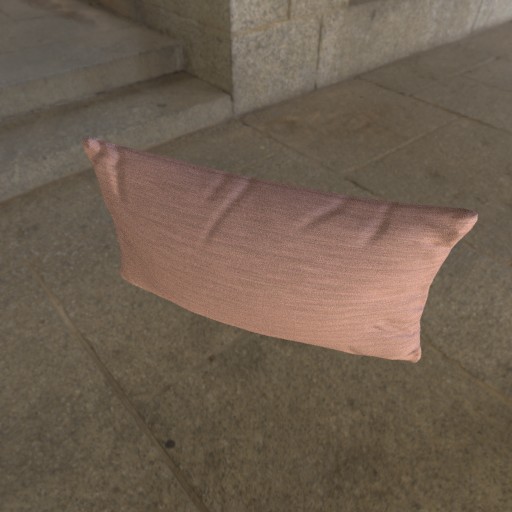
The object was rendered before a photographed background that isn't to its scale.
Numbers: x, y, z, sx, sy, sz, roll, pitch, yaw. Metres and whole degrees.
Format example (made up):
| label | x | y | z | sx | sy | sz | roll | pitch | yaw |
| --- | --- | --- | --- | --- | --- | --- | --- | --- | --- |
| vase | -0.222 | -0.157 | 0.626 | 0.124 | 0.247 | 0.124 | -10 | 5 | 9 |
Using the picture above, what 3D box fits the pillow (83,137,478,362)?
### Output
| label | x | y | z | sx | sy | sz | roll | pitch | yaw |
| --- | --- | --- | --- | --- | --- | --- | --- | --- | --- |
| pillow | 0.000 | 0.000 | 0.777 | 0.633 | 0.338 | 0.210 | 14 | 44 | 15 |
